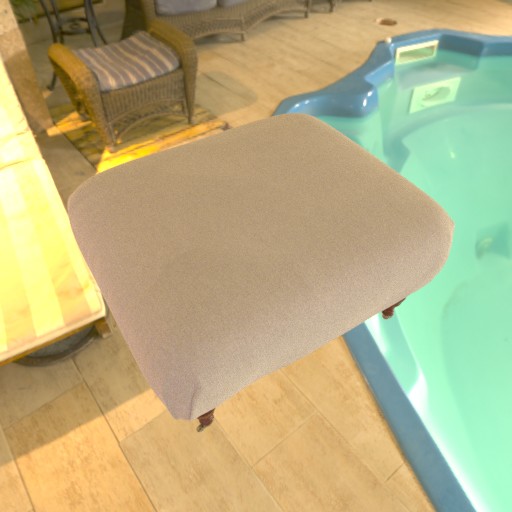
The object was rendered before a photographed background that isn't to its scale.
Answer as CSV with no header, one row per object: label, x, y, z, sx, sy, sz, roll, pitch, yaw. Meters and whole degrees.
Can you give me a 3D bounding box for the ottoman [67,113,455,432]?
ottoman,0.000,0.000,1.117,0.746,0.450,0.622,-25,51,-22
